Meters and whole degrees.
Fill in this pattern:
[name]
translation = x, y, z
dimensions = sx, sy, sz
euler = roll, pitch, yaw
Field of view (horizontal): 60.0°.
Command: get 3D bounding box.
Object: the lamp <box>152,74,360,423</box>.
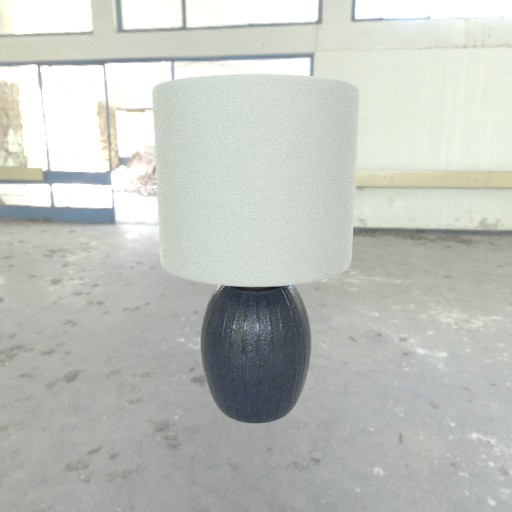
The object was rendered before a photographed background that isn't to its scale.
[lamp]
translation = 0.000, 0.000, 0.779
dimensions = 0.329, 0.570, 0.329
euler = 2, 14, 10
